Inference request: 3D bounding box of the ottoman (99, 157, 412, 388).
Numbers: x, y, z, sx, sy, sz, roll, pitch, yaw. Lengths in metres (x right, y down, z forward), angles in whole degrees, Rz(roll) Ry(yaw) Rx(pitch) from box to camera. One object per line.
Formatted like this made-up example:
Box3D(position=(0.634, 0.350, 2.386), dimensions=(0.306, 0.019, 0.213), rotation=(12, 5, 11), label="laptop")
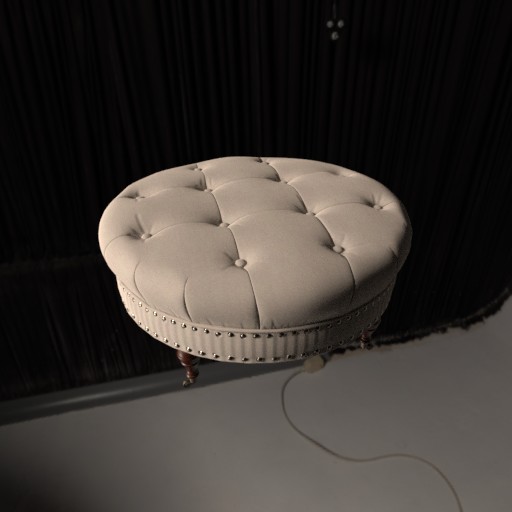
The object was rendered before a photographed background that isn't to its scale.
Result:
Box3D(position=(0.000, 0.000, 1.401), dimensions=(0.901, 0.439, 0.901), rotation=(0, 31, 0), label="ottoman")
